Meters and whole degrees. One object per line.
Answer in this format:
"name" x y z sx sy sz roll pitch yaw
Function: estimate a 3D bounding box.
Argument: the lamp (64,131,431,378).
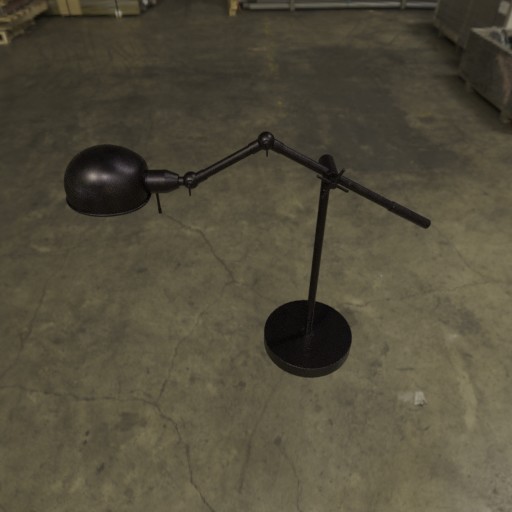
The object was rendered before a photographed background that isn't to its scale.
"lamp" 0.000 0.000 0.791 0.567 0.495 0.185 -1 41 -1
